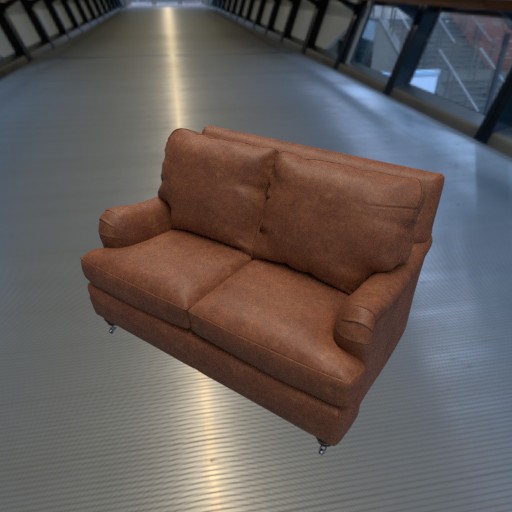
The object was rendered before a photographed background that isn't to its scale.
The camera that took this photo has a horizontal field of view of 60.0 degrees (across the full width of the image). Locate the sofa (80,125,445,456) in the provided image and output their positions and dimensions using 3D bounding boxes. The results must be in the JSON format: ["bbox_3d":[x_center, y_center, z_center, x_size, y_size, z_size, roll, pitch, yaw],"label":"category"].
[{"bbox_3d":[0.000,0.000,2.247,1.527,1.004,1.077,20,38,29],"label":"sofa"}]
